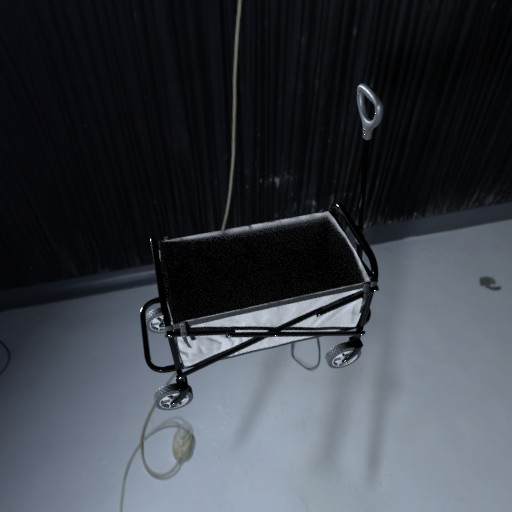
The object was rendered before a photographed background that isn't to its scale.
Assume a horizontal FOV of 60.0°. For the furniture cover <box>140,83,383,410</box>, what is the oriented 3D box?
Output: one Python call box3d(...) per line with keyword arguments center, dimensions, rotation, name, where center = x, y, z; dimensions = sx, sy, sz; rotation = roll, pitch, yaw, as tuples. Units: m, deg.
box3d(center=(0.000, 0.000, 1.778), dimensions=(1.038, 1.295, 0.532), rotation=(-11, 47, -11), name="furniture cover")
